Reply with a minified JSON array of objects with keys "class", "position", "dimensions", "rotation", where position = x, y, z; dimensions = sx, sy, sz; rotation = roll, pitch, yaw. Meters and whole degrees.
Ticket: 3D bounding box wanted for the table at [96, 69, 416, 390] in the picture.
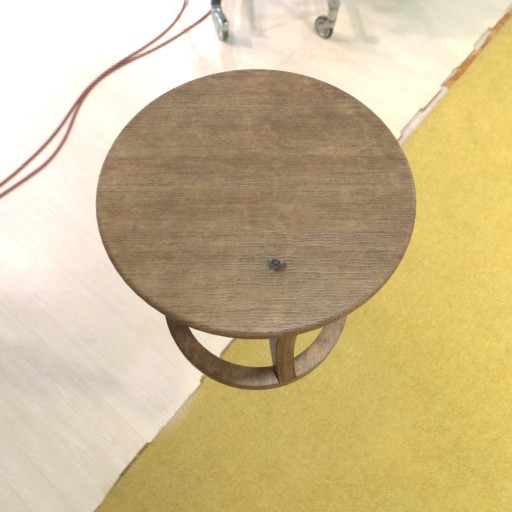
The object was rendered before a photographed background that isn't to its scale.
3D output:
[{"class":"table","position":[0.000,0.000,0.802],"dimensions":[0.432,0.460,0.432],"rotation":[0,64,0]}]
